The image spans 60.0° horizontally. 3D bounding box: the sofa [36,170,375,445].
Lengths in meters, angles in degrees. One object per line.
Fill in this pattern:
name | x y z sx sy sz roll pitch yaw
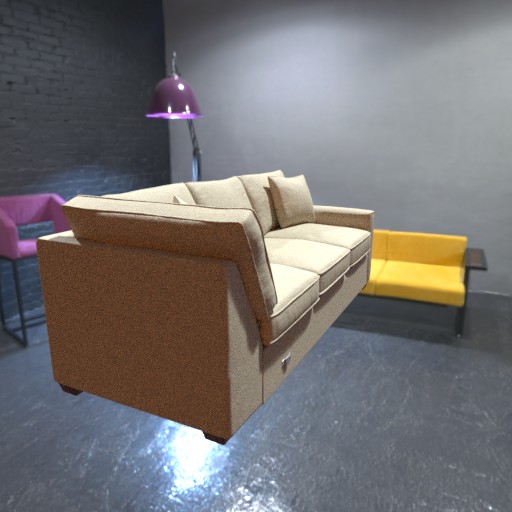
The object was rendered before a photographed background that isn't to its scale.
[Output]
sofa | 0.000 0.000 2.800 1.053 0.948 2.323 7 16 26
